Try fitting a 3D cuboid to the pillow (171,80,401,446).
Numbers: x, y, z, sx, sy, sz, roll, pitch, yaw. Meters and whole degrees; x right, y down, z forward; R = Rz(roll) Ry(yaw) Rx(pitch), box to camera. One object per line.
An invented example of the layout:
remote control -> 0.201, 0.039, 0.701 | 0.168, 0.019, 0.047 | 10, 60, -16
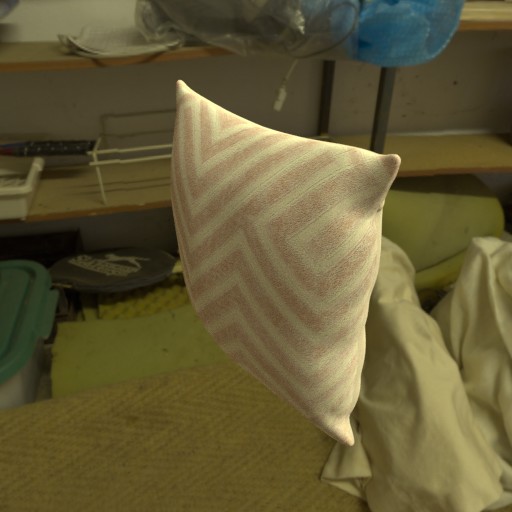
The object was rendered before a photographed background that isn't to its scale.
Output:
pillow -> 0.000, 0.000, 0.664 | 0.182, 0.441, 0.440 | -21, 37, -30
